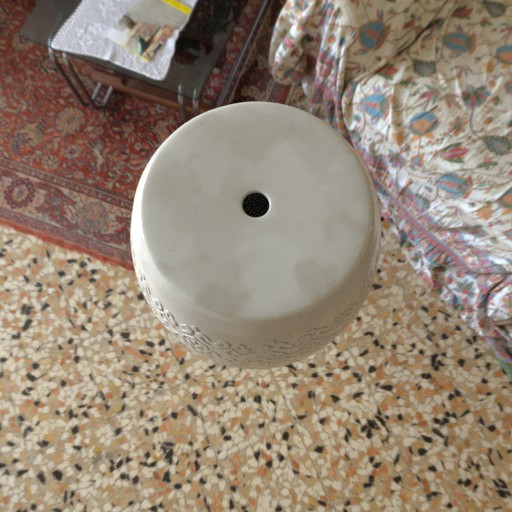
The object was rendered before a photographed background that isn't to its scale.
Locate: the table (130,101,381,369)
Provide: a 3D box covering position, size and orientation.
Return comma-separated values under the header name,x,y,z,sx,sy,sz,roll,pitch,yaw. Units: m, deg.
name,x,y,z,sx,sy,sz,roll,pitch,yaw
table,0.000,0.000,0.622,0.309,0.397,0.309,0,75,0
